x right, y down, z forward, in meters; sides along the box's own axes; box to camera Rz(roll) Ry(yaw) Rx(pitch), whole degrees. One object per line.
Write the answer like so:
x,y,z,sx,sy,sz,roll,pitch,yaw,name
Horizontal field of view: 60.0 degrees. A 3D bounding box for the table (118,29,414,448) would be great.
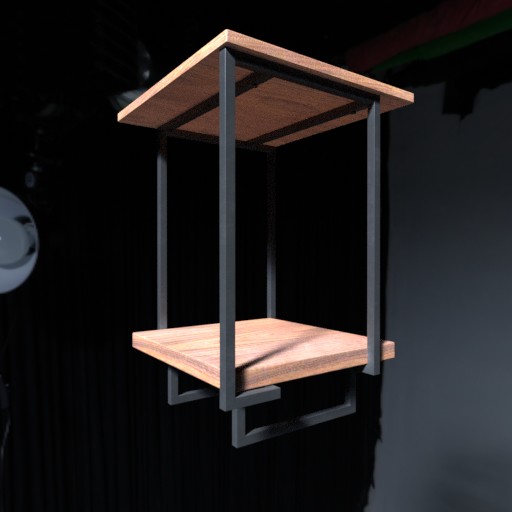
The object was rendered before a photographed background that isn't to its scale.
0.000,0.000,0.829,0.384,0.567,0.411,0,0,-36,table
